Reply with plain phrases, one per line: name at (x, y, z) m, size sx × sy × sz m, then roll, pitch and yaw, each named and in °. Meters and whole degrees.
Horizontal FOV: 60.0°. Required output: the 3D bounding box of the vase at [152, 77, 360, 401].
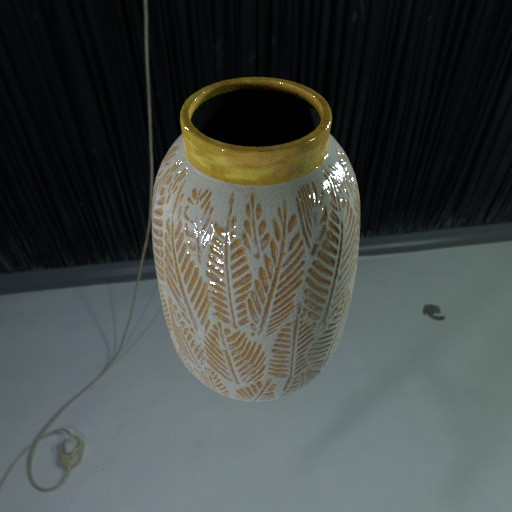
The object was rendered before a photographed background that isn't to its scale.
vase at (0.000, 0.000, 0.379) m, size 0.172 × 0.270 × 0.172 m, roll 0°, pitch 46°, yaw 0°
